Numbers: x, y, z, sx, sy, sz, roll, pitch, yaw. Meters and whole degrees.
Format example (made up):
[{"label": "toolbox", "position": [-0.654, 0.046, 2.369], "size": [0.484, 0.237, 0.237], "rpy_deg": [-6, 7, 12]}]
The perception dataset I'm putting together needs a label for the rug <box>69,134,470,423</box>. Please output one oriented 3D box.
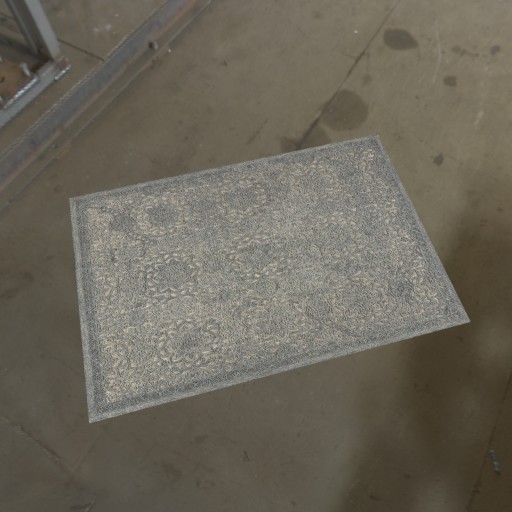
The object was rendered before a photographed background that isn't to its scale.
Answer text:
[{"label": "rug", "position": [0.000, 0.000, 2.296], "size": [1.819, 0.012, 1.208], "rpy_deg": [-13, 64, -6]}]
